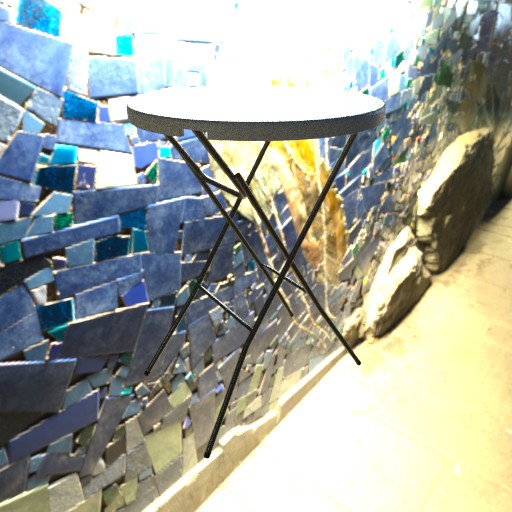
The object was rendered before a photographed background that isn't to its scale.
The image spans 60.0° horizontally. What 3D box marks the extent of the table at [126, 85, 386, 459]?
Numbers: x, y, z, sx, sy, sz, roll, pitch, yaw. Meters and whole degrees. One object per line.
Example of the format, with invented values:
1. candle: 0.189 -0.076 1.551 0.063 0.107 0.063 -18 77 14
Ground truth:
1. table: 0.000 0.000 1.642 0.795 1.105 0.792 -18 32 -32
